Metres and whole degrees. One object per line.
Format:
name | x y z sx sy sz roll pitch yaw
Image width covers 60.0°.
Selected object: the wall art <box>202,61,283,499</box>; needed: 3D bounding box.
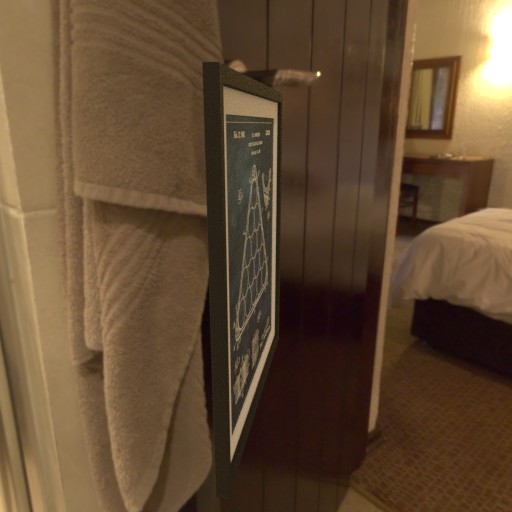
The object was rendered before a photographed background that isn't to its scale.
wall art | 0.000 0.000 1.182 0.028 0.863 0.755 3 17 11
